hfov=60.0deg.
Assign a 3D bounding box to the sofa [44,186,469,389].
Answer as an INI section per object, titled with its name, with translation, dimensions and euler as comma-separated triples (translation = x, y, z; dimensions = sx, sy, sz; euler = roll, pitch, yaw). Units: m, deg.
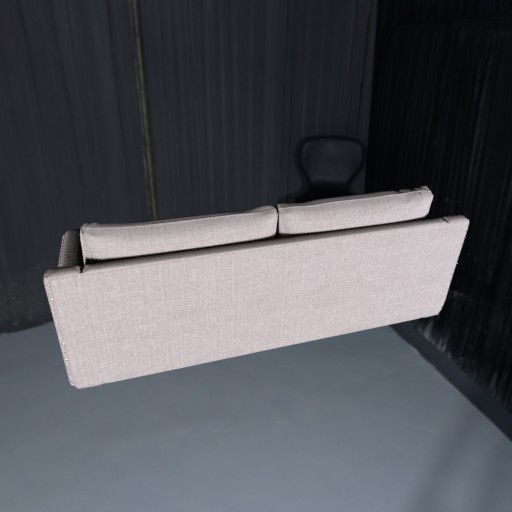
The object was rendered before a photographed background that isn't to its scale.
[sofa]
translation = 0.000, 0.000, 2.708
dimensions = 2.208, 0.857, 1.000
euler = -8, 26, -17
